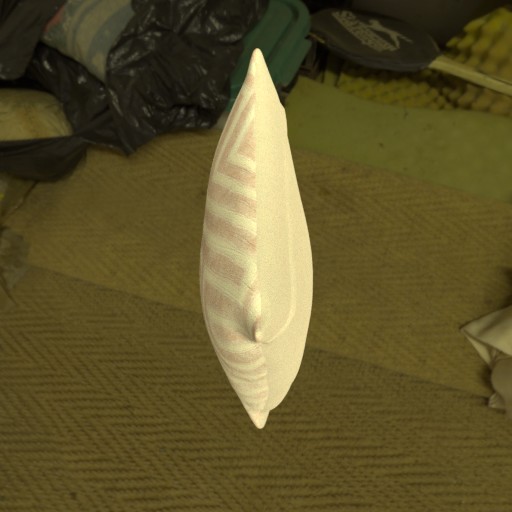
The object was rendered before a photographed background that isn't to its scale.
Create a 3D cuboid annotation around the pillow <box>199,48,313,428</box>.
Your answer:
[{"bbox_3d":[0.000,0.000,0.698,0.182,0.441,0.440,0,58,0],"label":"pillow"}]
